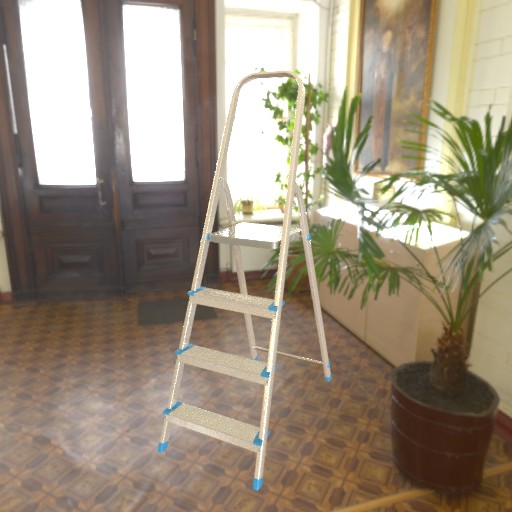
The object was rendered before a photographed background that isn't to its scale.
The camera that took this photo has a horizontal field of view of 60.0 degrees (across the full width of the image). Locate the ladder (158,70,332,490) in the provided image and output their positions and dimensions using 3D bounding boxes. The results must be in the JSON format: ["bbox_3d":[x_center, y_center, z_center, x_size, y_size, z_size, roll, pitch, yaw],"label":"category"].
[{"bbox_3d":[0.000,0.000,1.811,0.445,1.434,0.842,7,17,26],"label":"ladder"}]
